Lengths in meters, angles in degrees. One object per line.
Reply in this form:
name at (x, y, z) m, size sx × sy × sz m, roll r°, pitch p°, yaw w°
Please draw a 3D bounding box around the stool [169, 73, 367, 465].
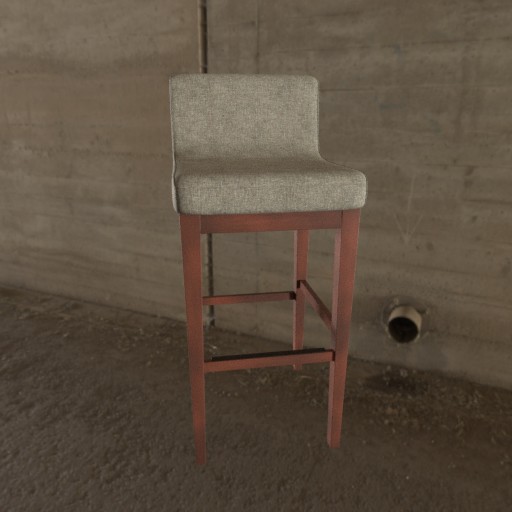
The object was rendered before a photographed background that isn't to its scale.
stool at (0.000, 0.000, 1.222) m, size 0.426 × 0.965 × 0.499 m, roll -3°, pitch 18°, yaw -9°
